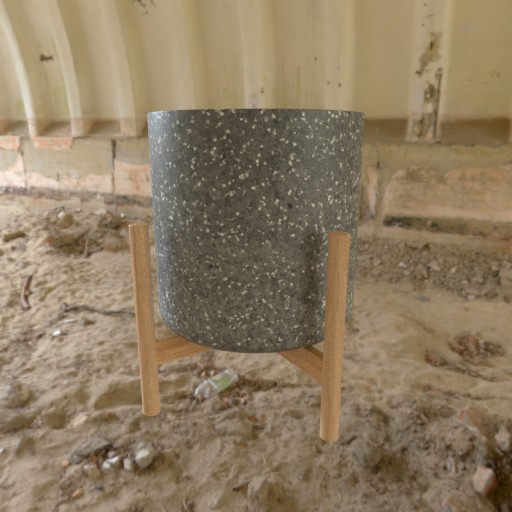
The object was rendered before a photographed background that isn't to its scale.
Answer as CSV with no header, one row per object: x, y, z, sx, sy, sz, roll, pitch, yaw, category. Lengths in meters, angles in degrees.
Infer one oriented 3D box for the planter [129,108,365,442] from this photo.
0.000,0.000,0.689,0.360,0.419,0.360,-3,16,-10,planter
